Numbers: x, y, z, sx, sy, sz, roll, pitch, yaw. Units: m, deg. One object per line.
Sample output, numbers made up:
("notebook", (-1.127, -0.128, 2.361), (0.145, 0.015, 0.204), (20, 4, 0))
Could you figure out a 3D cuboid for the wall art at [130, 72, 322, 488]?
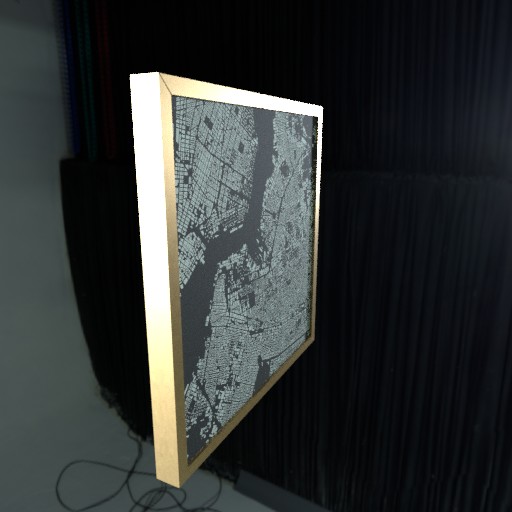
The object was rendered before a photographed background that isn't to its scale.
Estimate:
("wall art", (0.000, 0.000, 1.881), (0.095, 1.284, 1.284), (7, 16, 27))
